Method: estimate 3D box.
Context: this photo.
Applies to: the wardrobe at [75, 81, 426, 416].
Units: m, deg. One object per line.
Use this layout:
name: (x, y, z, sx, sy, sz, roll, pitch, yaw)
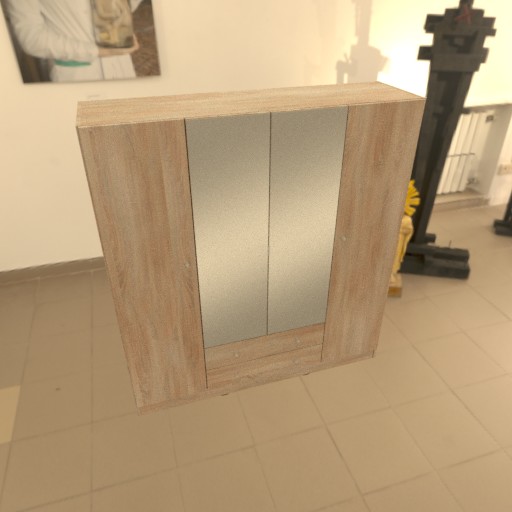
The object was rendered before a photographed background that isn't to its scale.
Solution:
wardrobe: (0.000, 0.000, 3.181, 1.998, 2.159, 0.598, -10, 33, -15)
